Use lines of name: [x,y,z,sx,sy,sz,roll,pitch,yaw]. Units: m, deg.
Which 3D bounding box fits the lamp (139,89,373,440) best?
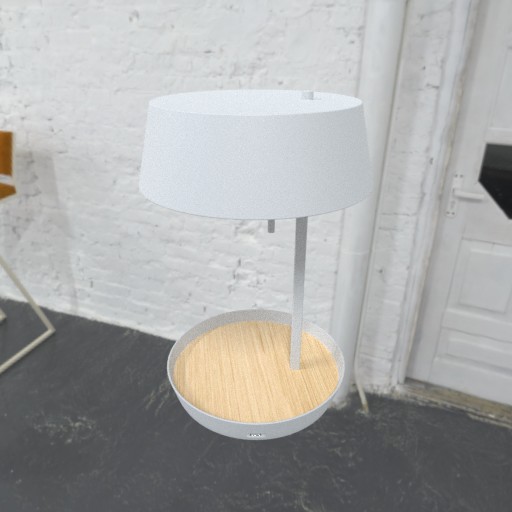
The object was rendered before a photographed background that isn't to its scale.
lamp: [0.000,0.000,0.612,0.291,0.429,0.291,0,26,0]
